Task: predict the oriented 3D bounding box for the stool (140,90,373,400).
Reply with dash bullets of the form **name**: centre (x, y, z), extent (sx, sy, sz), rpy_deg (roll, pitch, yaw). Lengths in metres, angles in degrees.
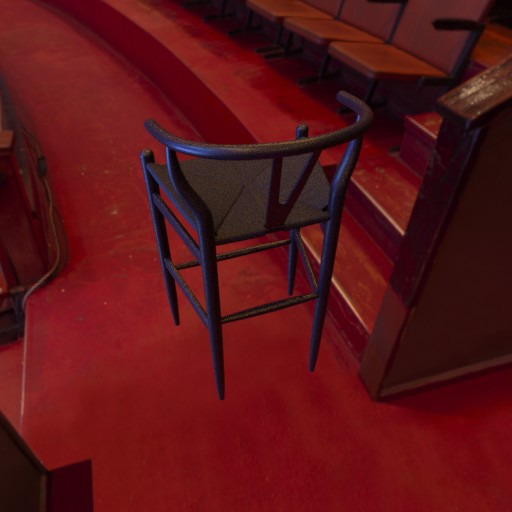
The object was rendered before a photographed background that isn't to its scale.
- **stool**: centre (0.000, 0.000, 1.427), extent (0.569, 1.072, 0.579), rpy_deg (-13, 43, -15)
